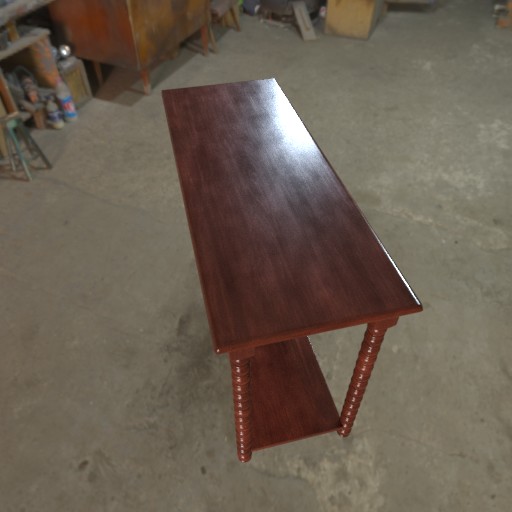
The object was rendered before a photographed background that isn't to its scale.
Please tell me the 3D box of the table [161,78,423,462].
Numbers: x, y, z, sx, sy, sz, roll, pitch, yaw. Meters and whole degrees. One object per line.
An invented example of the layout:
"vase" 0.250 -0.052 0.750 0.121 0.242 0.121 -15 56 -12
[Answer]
"table" 0.000 0.000 1.572 0.459 0.740 1.184 -10 46 -10
